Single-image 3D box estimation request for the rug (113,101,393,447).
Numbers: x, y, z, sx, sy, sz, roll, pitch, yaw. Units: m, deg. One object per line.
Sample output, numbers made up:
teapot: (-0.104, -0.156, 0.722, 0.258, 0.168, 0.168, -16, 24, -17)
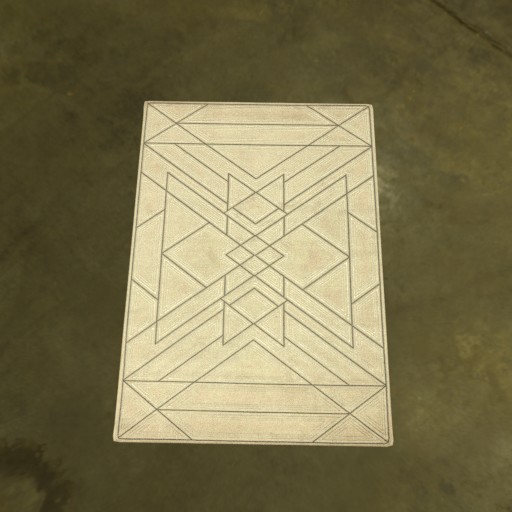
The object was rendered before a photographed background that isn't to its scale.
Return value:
rug: (0.000, 0.000, 4.280, 2.436, 0.026, 3.381, 1, 75, 0)
